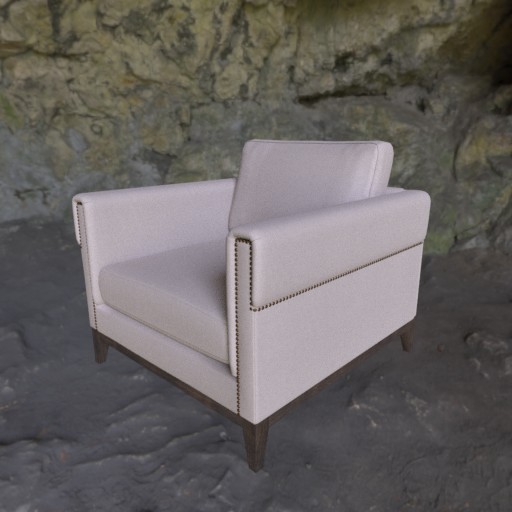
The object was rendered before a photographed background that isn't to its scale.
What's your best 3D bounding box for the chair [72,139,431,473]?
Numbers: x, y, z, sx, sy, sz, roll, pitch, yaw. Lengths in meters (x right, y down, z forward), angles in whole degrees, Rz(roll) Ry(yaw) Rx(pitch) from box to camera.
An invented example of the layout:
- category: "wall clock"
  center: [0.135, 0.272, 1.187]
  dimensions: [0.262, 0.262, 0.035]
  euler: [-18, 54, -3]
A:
- category: "chair"
  center: [0.000, 0.000, 1.666]
  dimensions: [0.914, 0.838, 0.959]
  euler: [14, 21, 41]
